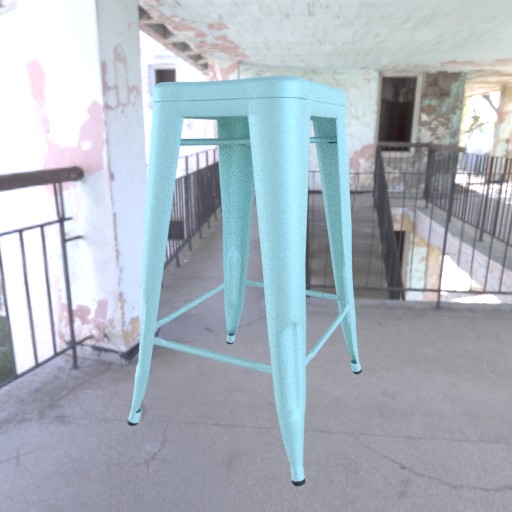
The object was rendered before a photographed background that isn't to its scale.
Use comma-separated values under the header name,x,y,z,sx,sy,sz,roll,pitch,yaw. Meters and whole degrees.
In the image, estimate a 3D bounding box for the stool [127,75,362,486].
name,x,y,z,sx,sy,sz,roll,pitch,yaw
stool,0.000,0.000,0.852,0.359,0.609,0.399,7,17,25
